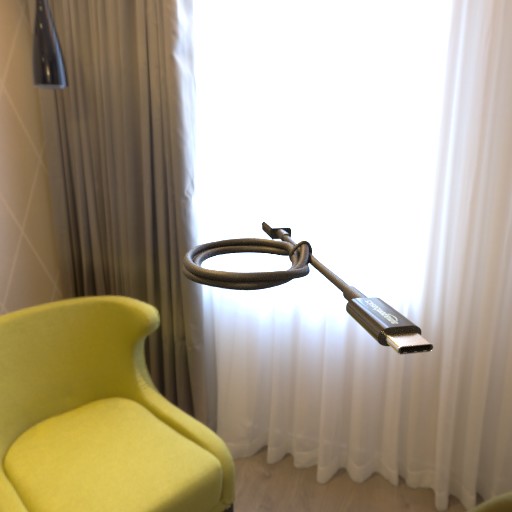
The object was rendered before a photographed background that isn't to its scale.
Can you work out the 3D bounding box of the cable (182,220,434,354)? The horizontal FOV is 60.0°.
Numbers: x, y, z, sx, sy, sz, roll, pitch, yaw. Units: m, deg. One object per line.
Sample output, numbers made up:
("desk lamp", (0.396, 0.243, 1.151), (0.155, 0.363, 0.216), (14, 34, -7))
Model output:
("cable", (0.000, 0.000, 0.210), (0.070, 0.014, 0.192), (-3, 15, -11))
